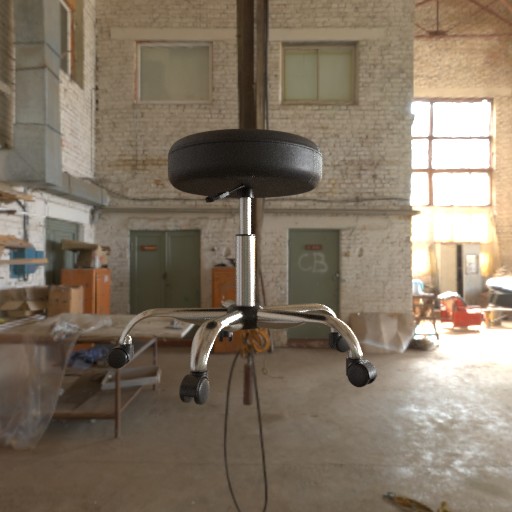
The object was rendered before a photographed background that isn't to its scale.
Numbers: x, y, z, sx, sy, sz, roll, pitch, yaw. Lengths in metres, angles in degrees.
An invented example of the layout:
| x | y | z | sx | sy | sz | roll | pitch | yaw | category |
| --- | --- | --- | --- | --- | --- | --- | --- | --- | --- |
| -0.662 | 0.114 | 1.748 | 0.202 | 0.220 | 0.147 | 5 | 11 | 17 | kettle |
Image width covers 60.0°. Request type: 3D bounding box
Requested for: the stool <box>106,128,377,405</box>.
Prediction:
| x | y | z | sx | sy | sz | roll | pitch | yaw | category |
| --- | --- | --- | --- | --- | --- | --- | --- | --- | --- |
| 0.000 | 0.000 | 1.155 | 0.638 | 0.576 | 0.673 | 0 | 0 | 36 | stool |
